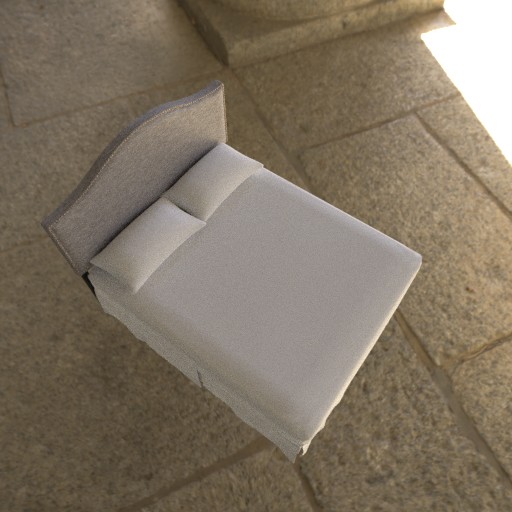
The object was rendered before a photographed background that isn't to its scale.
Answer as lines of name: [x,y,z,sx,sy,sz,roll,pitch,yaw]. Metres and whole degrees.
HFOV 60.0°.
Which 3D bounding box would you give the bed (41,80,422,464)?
bed: [0.000,0.000,2.933,1.870,1.295,1.610,32,64,18]
